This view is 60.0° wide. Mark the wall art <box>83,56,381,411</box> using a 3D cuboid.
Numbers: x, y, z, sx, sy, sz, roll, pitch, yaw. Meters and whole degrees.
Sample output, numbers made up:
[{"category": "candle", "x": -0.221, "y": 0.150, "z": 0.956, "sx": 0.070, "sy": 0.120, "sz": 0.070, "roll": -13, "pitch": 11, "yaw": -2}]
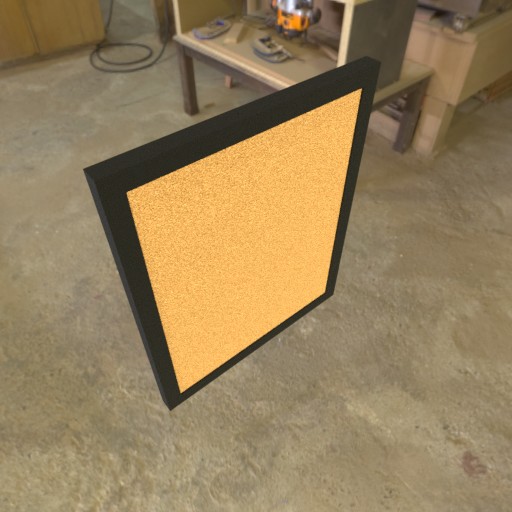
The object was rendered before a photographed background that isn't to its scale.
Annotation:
[{"category": "wall art", "x": 0.000, "y": 0.000, "z": 0.772, "sx": 0.457, "sy": 0.559, "sz": 0.029, "roll": -31, "pitch": 54, "yaw": -26}]
